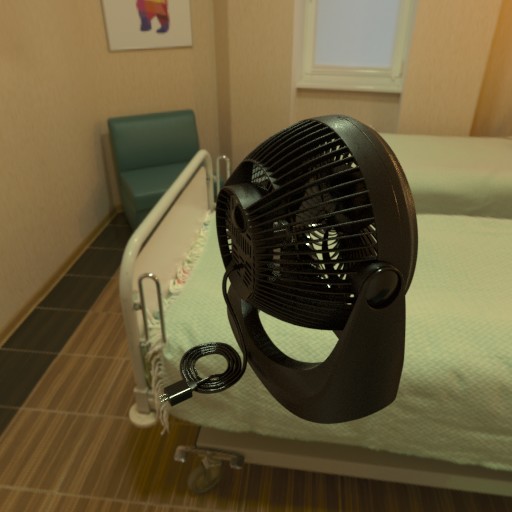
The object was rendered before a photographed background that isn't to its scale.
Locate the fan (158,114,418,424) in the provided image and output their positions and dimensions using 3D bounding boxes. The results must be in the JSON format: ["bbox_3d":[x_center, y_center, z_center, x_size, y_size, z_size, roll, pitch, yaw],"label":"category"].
[{"bbox_3d":[0.000,0.000,0.481,0.256,0.277,0.273,-12,33,-19],"label":"fan"}]
